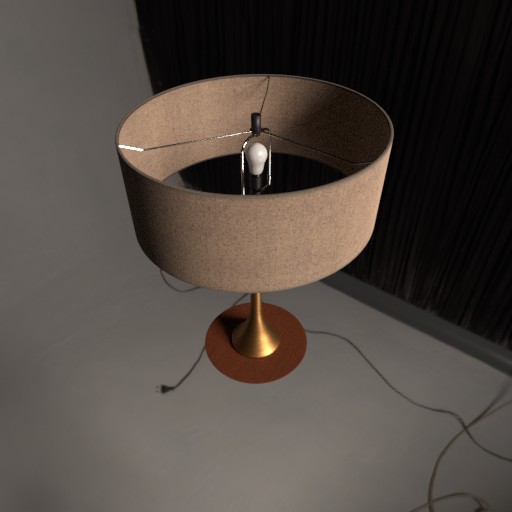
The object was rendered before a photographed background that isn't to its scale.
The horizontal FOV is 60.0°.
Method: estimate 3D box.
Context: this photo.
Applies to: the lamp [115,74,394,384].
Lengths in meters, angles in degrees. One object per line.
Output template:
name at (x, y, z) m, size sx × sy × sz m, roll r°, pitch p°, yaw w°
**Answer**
lamp at (0.000, 0.000, 0.833) m, size 0.396 × 0.551 × 0.417 m, roll 26°, pitch 47°, yaw 27°
